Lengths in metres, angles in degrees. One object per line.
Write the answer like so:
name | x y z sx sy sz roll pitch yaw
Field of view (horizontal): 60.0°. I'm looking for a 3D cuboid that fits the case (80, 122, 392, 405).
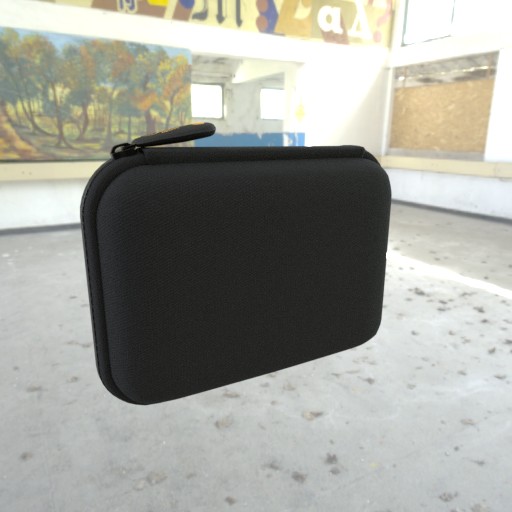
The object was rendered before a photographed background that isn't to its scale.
case | 0.000 0.000 0.182 0.132 0.105 0.038 -8 18 -28
